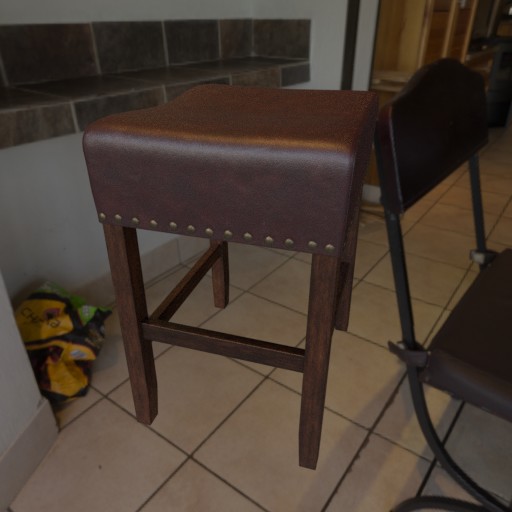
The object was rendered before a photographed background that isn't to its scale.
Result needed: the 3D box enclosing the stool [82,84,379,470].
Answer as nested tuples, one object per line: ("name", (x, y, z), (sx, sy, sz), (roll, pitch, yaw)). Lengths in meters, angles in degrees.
("stool", (0.000, 0.000, 0.915), (0.397, 0.608, 0.465), (9, 30, 15))
